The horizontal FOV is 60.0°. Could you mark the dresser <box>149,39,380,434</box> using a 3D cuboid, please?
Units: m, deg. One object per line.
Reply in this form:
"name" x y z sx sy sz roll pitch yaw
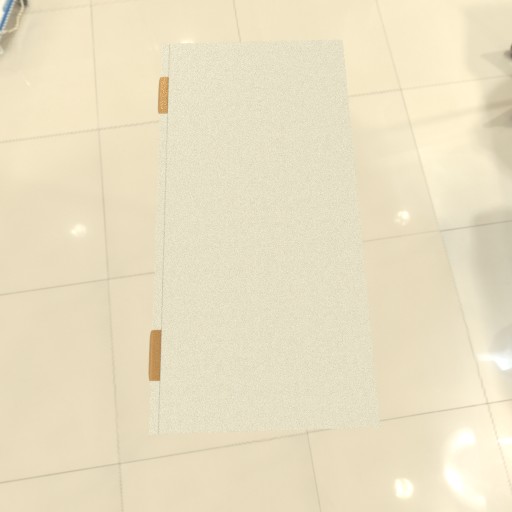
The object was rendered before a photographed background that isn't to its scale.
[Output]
"dresser" 0.000 0.000 1.327 0.457 0.721 0.905 -2 74 0
